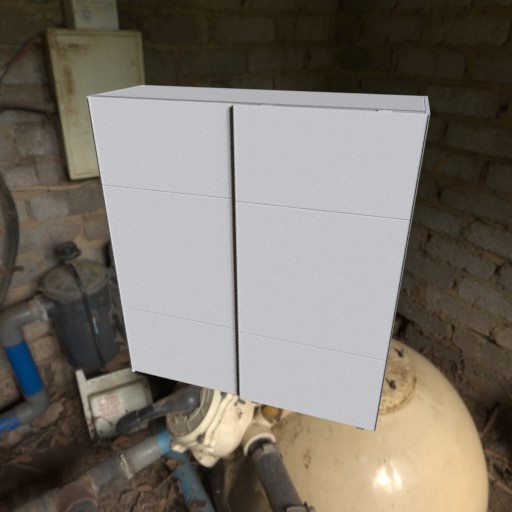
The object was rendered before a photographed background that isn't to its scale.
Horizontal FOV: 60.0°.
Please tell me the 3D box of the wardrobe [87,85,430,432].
[{"bbox_3d":[0.000,0.000,2.859,1.780,1.960,0.629,8,28,16],"label":"wardrobe"}]
